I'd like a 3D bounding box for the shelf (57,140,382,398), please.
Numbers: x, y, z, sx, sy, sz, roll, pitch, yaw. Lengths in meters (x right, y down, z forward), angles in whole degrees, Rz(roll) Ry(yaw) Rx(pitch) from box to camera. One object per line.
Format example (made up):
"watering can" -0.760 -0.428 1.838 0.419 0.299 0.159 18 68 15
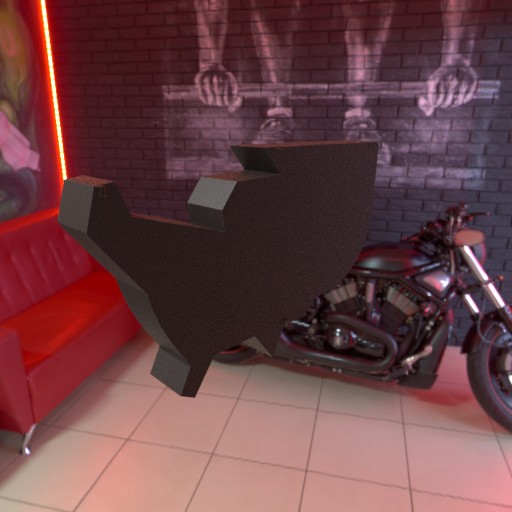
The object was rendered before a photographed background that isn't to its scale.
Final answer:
"shelf" 0.000 0.000 0.911 0.729 0.439 0.112 -16 23 -42
